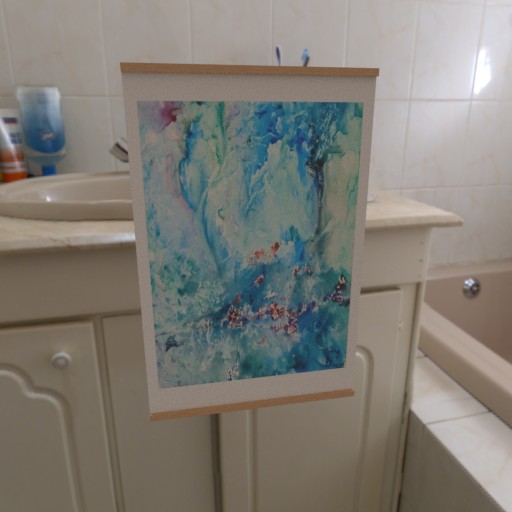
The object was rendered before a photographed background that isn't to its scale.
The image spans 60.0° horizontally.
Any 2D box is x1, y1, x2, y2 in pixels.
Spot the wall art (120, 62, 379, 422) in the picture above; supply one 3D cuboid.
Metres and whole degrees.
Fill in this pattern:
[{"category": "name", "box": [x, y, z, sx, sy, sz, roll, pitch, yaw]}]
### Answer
[{"category": "wall art", "box": [0.000, 0.000, 0.644, 0.335, 0.510, 0.013, -3, 18, -11]}]
